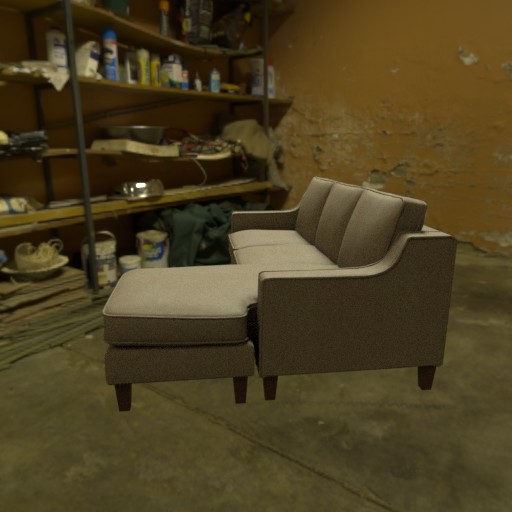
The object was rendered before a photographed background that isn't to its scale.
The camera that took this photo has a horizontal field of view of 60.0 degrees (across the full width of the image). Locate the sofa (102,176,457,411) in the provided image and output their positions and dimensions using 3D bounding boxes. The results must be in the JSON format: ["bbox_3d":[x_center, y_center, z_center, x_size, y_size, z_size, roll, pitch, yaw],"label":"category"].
[{"bbox_3d":[0.000,0.000,3.342,1.858,1.081,2.317,-2,14,-7],"label":"sofa"}]
